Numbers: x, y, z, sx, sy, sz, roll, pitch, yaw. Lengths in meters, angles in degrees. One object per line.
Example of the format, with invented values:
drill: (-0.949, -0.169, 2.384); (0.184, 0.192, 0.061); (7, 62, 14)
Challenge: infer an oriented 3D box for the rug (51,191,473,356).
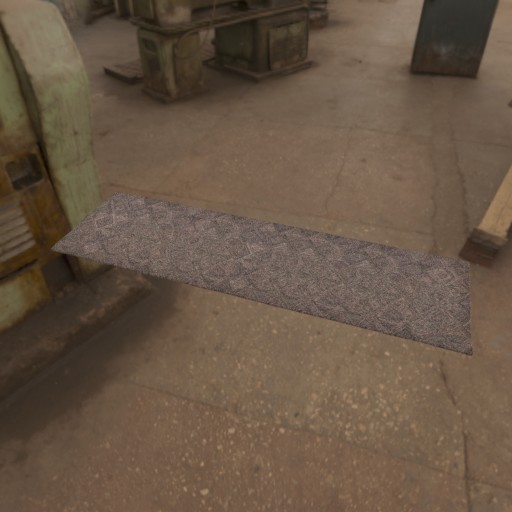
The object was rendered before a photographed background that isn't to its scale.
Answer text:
rug: (0.000, 0.000, 2.523); (2.296, 0.011, 0.691); (13, 41, 15)
